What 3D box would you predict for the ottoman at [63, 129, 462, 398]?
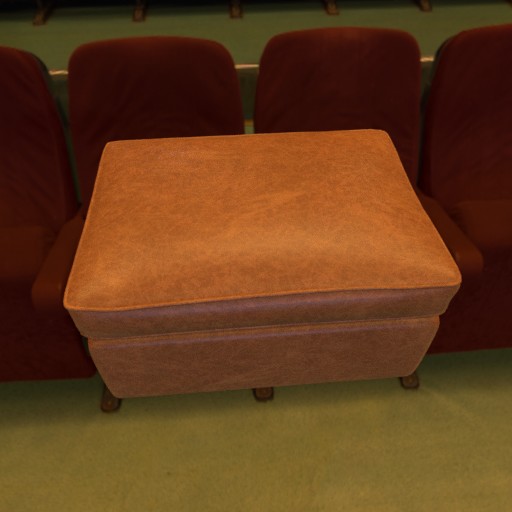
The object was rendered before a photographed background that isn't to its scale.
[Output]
[{"bbox_3d":[0.000,0.000,1.117,0.756,0.468,0.554,-3,47,-3],"label":"ottoman"}]
